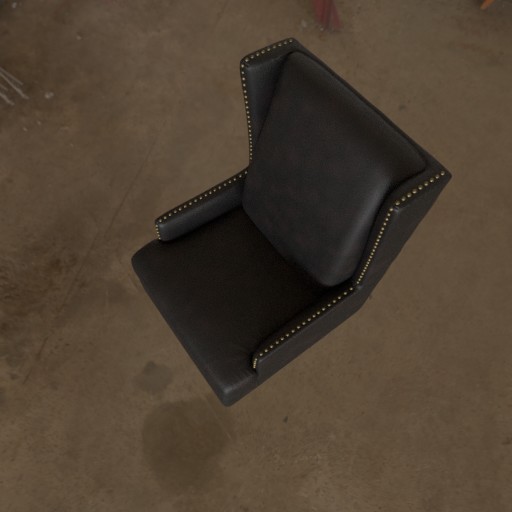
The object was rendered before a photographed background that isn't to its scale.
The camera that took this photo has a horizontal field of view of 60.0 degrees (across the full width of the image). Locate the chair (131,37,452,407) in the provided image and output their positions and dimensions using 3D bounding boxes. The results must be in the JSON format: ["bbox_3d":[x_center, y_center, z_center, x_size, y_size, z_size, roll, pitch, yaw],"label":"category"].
[{"bbox_3d":[0.000,0.000,1.667,0.799,1.142,0.703,-34,68,-15],"label":"chair"}]
